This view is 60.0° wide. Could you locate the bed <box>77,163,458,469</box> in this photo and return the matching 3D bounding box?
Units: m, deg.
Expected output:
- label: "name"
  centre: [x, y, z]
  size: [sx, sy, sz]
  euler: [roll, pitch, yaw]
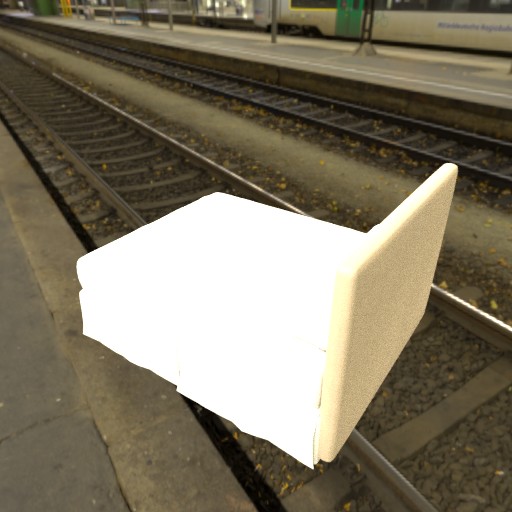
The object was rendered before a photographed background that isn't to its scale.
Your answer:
- label: "bed"
  centre: [0.000, 0.000, 3.194]
  size: [2.142, 1.330, 1.723]
  euler: [20, 36, 30]
